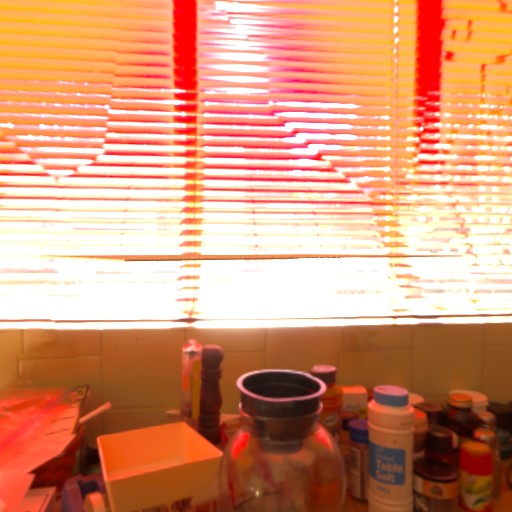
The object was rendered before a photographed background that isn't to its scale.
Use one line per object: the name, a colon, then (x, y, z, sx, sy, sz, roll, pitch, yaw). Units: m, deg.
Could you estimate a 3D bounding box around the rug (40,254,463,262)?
rug: (0.000, 0.000, 2.297, 1.828, 0.007, 1.220, -1, 1, -36)
